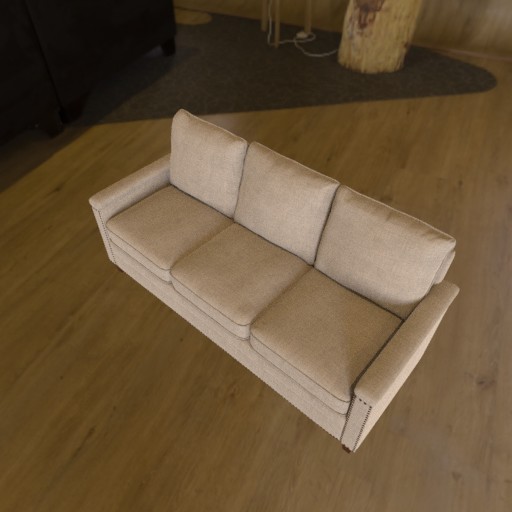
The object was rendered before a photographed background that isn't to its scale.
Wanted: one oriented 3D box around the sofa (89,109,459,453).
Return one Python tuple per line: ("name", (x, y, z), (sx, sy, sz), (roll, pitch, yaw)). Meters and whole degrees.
("sofa", (0.000, 0.000, 2.444), (1.925, 0.959, 0.828), (32, 54, 27))
